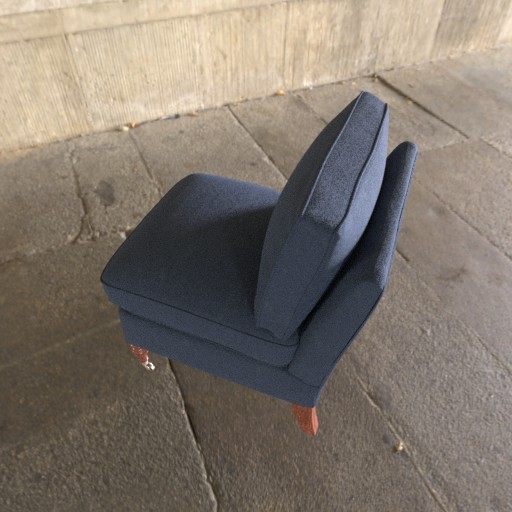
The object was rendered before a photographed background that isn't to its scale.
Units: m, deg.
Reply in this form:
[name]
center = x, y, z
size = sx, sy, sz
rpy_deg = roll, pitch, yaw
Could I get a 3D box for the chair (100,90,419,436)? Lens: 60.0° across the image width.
[chair]
center = 0.000, 0.000, 1.629
size = 0.912, 1.052, 0.724
rpy_deg = 15, 47, 15
